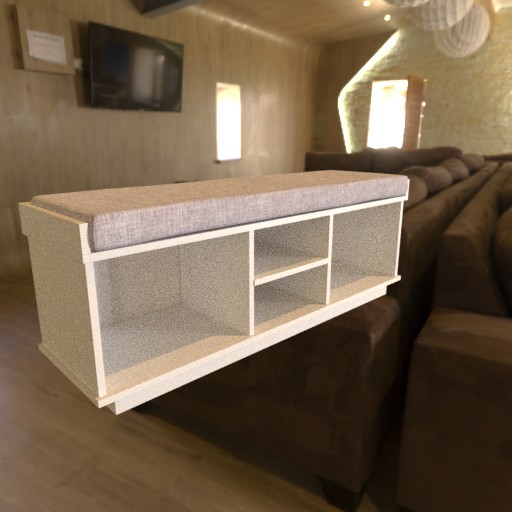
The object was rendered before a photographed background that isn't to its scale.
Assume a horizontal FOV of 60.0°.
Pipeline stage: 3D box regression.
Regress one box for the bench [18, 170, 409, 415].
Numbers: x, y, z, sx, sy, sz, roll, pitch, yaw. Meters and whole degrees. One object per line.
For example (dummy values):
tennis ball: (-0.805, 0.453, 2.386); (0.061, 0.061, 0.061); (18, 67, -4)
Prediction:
bench: (0.000, 0.000, 1.366); (1.196, 0.453, 0.363); (-14, 21, -42)
